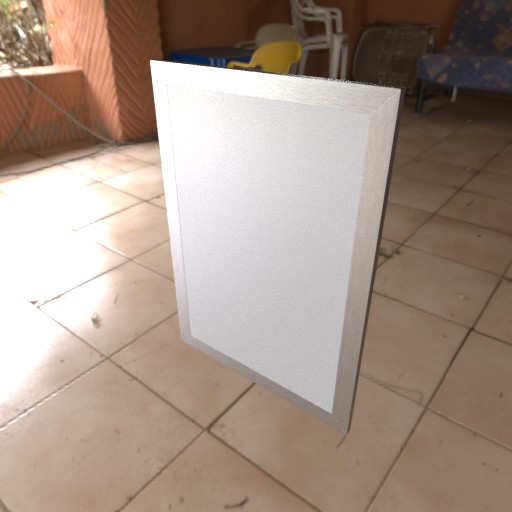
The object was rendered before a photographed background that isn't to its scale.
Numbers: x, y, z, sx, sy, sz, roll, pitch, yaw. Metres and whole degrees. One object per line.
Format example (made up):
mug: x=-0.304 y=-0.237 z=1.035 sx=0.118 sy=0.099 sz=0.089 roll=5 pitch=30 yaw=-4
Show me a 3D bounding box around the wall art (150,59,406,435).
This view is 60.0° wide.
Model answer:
wall art: x=0.000 y=0.000 z=0.681 sx=0.376 sy=0.529 sz=0.013 roll=21 pitch=36 yaw=32
